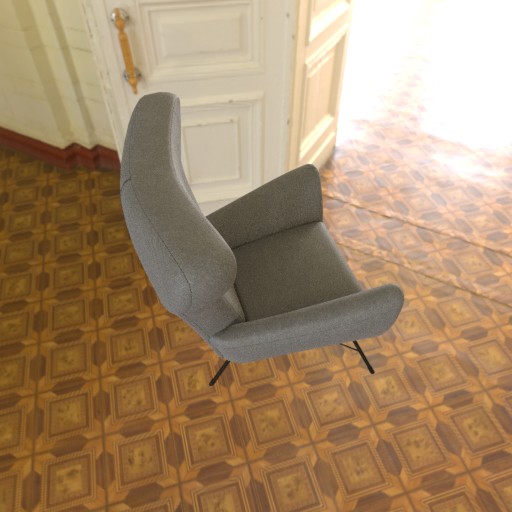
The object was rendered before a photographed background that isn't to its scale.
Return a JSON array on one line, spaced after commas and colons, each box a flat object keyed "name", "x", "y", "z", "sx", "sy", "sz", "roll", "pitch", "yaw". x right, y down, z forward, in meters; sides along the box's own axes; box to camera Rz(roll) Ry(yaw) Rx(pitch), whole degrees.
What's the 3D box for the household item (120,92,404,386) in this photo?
[{"name": "household item", "x": 0.000, "y": 0.000, "z": 1.782, "sx": 0.900, "sy": 1.050, "sz": 0.980, "roll": -12, "pitch": 48, "yaw": -11}]
